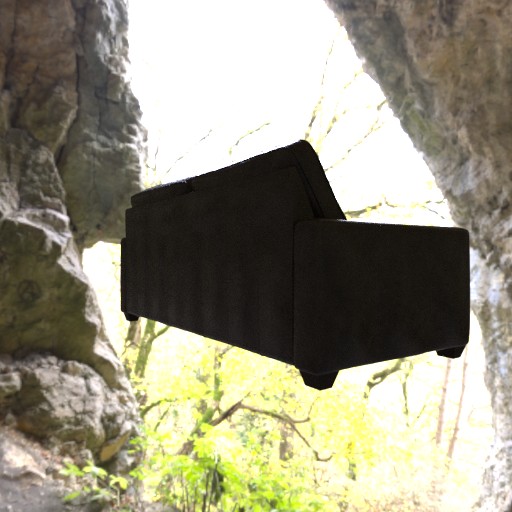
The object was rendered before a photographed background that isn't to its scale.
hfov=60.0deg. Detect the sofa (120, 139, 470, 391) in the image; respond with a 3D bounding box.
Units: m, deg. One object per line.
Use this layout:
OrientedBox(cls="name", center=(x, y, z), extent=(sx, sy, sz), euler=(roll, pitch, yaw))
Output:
OrientedBox(cls="sofa", center=(0.000, 0.000, 2.571), extent=(0.939, 0.916, 2.081), euler=(0, 0, -35))
